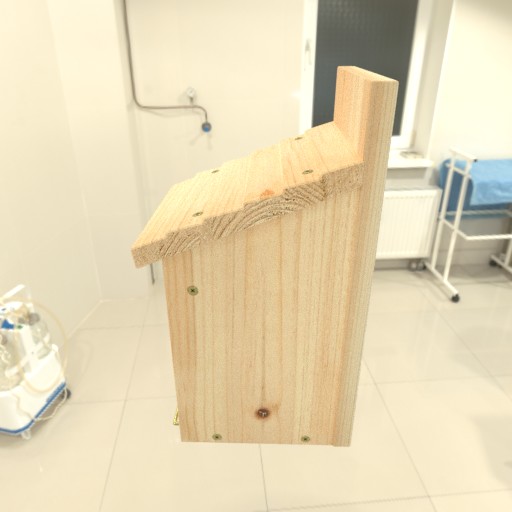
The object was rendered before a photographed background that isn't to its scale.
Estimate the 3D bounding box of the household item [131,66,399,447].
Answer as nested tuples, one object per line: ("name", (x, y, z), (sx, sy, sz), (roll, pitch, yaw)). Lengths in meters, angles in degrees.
("household item", (0.000, 0.000, 0.390), (0.171, 0.300, 0.149), (1, 26, 1))
